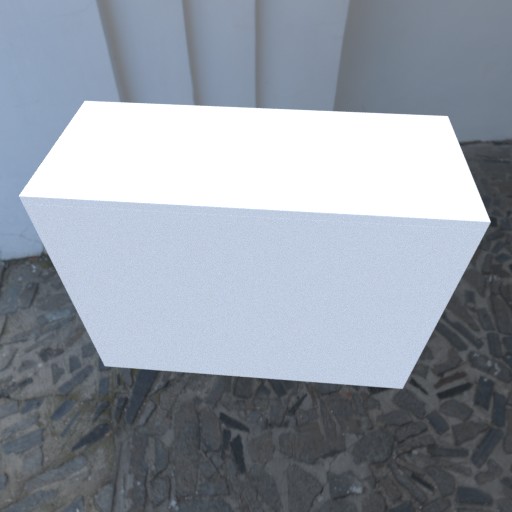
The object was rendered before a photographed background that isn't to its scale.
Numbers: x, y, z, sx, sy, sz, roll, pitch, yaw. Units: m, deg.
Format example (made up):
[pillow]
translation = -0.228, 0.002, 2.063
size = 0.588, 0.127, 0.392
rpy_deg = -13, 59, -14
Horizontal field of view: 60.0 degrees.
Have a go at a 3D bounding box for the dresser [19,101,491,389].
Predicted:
[dresser]
translation = 0.000, 0.000, 1.486
size = 1.100, 0.820, 0.460
rpy_deg = 3, 47, 3
